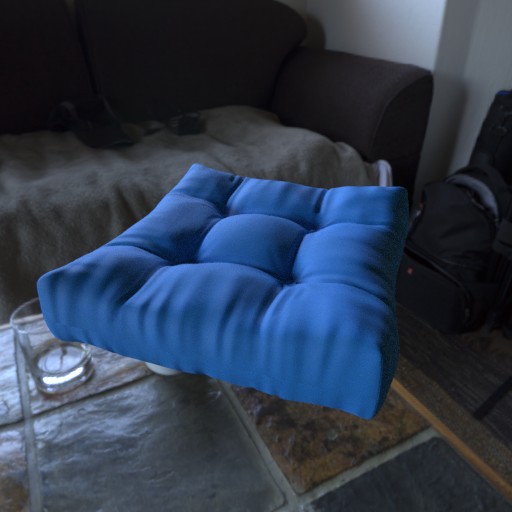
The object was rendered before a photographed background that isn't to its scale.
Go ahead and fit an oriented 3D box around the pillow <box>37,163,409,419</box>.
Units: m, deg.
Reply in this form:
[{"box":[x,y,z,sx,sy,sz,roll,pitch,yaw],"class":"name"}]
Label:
[{"box":[0.000,0.000,0.726,0.468,0.128,0.490,10,32,16],"class":"pillow"}]
